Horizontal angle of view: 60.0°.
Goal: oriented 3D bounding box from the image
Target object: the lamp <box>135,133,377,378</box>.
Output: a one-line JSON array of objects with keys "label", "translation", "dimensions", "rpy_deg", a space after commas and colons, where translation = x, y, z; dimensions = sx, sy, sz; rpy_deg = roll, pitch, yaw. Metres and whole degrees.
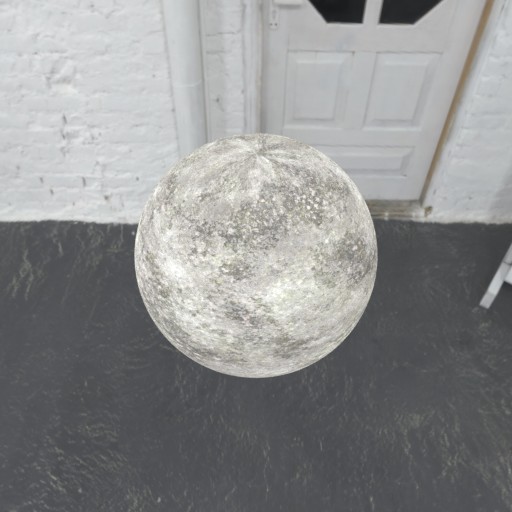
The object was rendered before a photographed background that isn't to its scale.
[{"label": "lamp", "translation": [0.000, 0.000, 0.798], "dimensions": [0.422, 0.429, 0.422], "rpy_deg": [0, 46, 0]}]
